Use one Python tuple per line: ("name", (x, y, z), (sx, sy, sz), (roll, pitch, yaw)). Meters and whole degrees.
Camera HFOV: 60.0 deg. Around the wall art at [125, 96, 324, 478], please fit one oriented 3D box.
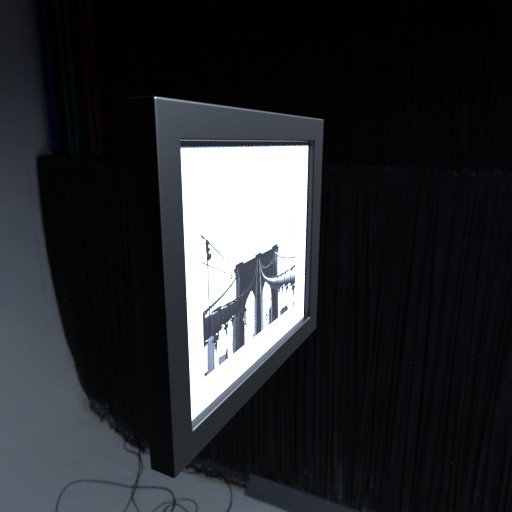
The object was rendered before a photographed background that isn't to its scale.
("wall art", (0.000, 0.000, 0.533), (0.028, 0.330, 0.380), (7, 16, 26))
